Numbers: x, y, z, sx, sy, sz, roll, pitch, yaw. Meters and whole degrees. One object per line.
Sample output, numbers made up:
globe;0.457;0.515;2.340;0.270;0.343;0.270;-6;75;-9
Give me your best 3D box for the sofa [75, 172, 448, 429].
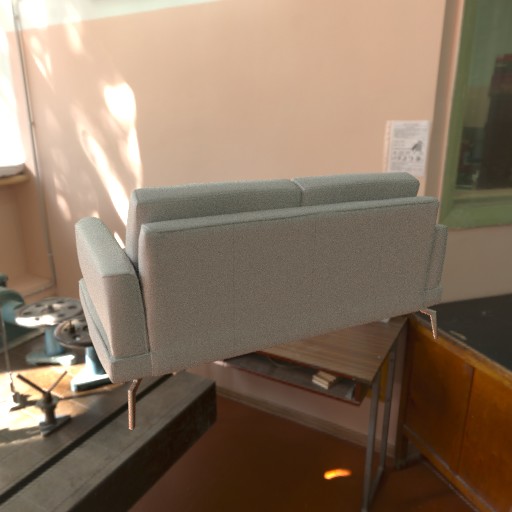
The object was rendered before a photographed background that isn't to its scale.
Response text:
sofa;0.000;0.000;2.451;1.819;0.930;1.121;-8;19;-26
